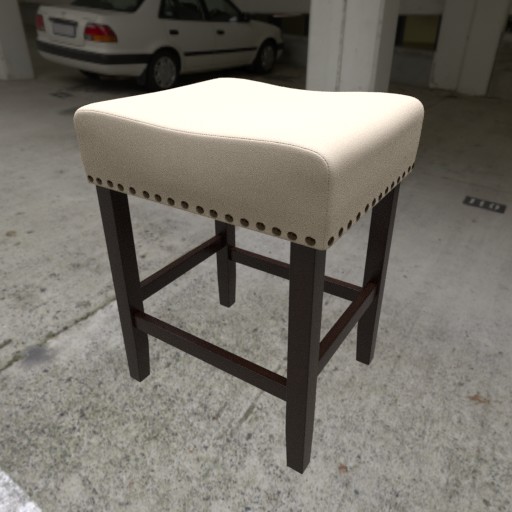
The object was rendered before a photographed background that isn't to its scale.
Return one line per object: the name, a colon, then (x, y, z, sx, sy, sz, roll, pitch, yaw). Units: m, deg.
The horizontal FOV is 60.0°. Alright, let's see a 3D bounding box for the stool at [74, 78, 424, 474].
stool: (0.000, 0.000, 0.897, 0.471, 0.609, 0.401, 18, 34, 28)
